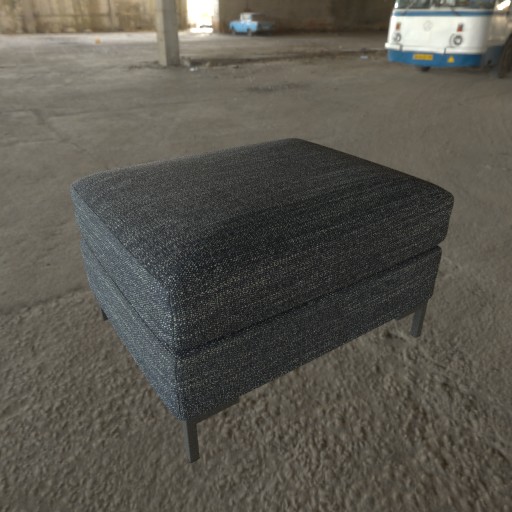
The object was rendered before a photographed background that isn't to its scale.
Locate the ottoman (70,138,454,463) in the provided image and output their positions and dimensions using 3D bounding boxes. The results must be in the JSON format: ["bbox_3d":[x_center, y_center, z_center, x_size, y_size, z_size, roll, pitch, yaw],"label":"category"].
[{"bbox_3d":[0.000,0.000,1.242,0.814,0.491,0.667,-18,34,-29],"label":"ottoman"}]
